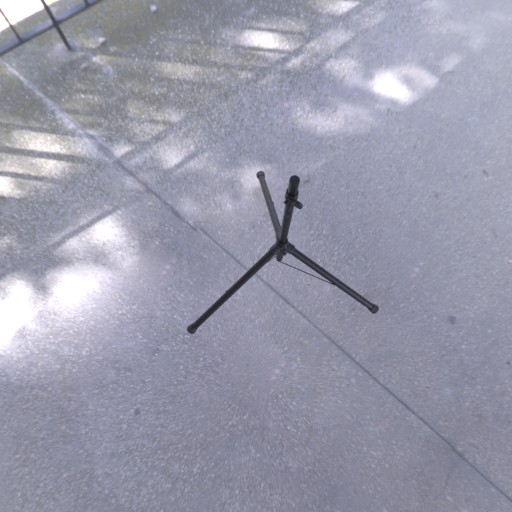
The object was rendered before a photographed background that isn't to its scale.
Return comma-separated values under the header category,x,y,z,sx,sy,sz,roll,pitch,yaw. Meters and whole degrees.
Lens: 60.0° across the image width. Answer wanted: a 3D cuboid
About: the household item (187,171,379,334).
category,x,y,z,sx,sy,sz,roll,pitch,yaw
household item,0.000,0.000,1.917,0.907,1.136,1.045,-35,78,-9
